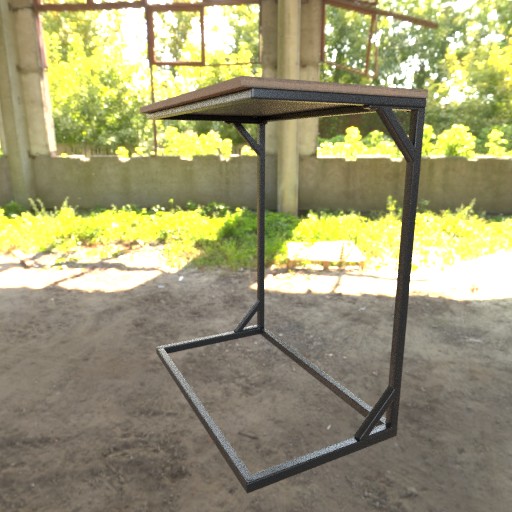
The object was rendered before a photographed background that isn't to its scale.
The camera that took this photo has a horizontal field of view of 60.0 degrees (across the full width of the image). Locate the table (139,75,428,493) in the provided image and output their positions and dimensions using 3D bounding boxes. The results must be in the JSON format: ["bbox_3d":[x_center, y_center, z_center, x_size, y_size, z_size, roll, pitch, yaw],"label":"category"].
[{"bbox_3d":[0.000,0.000,1.012,0.351,0.673,0.597,-7,16,-26],"label":"table"}]
